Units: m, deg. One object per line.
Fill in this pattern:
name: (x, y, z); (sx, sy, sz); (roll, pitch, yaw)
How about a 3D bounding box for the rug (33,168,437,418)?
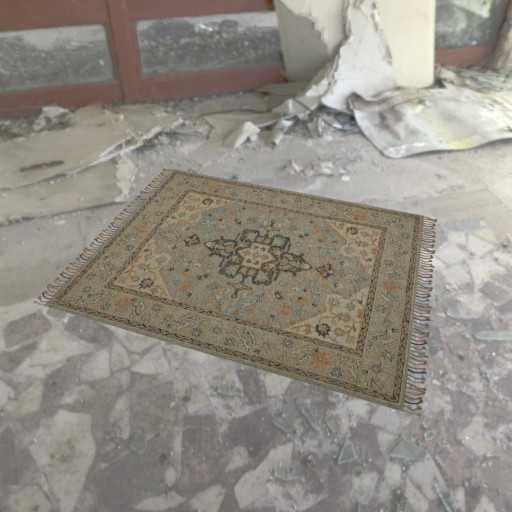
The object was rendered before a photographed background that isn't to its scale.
rug: (0.000, 0.000, 3.472); (2.651, 0.010, 1.971); (13, 43, 14)
